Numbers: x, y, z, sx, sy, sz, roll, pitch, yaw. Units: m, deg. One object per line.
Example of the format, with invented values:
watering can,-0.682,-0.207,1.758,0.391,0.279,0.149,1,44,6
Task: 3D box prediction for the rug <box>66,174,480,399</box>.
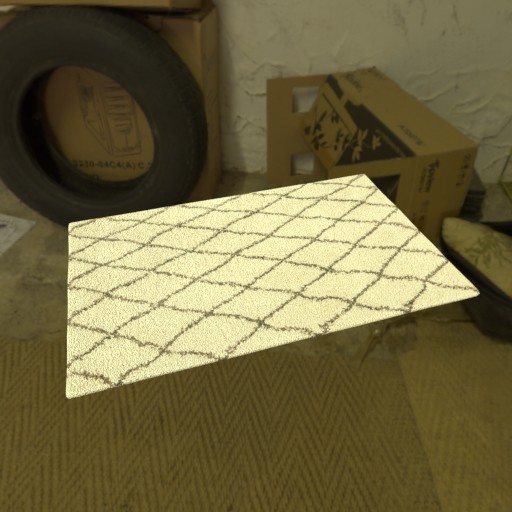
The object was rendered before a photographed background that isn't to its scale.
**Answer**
rug,0.000,0.000,3.017,2.438,0.030,1.524,-11,42,-13
